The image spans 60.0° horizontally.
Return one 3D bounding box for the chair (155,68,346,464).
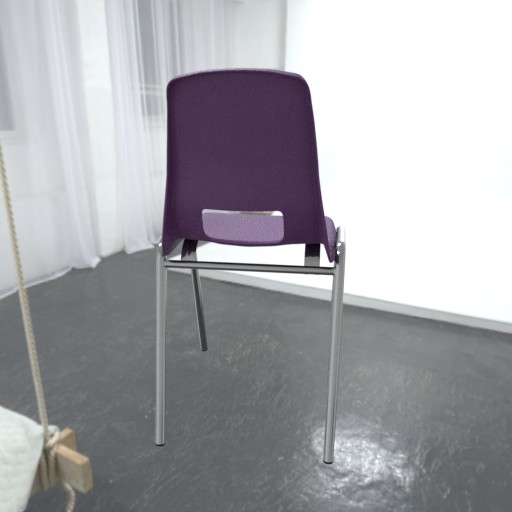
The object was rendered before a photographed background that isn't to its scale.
[{"bbox_3d":[0.000,0.000,0.954,0.381,0.704,0.432,2,17,8],"label":"chair"}]
